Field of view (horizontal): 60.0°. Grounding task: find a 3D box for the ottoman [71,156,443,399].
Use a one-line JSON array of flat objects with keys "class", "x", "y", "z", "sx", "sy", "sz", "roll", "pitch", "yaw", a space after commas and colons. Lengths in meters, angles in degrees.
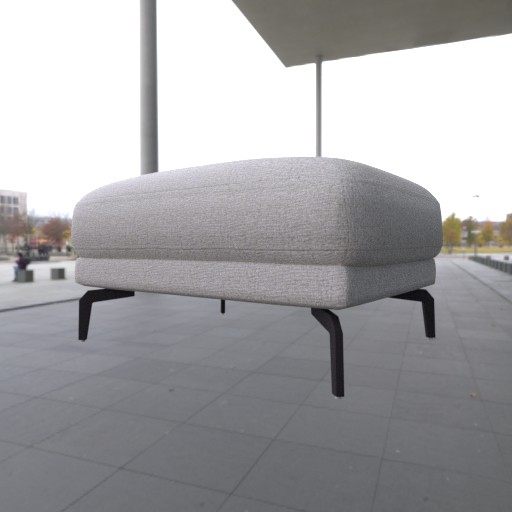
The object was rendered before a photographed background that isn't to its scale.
[{"class": "ottoman", "x": 0.000, "y": 0.000, "z": 1.088, "sx": 0.772, "sy": 0.420, "sz": 0.568, "roll": 1, "pitch": 2, "yaw": 36}]
